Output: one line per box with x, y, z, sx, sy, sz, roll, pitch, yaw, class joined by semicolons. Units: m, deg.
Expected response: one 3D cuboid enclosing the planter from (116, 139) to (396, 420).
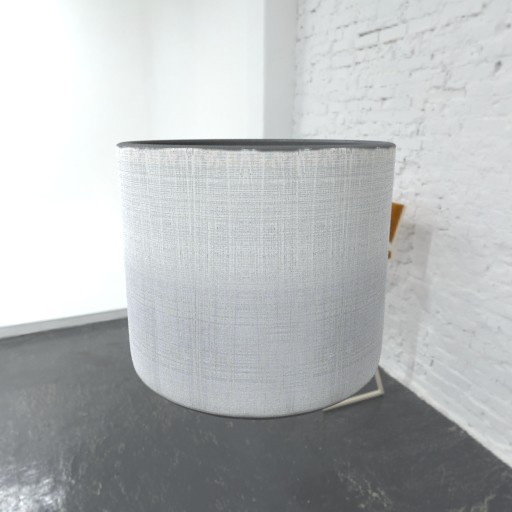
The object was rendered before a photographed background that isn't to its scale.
0.000;0.000;0.441;0.254;0.221;0.254;0;16;0;planter
